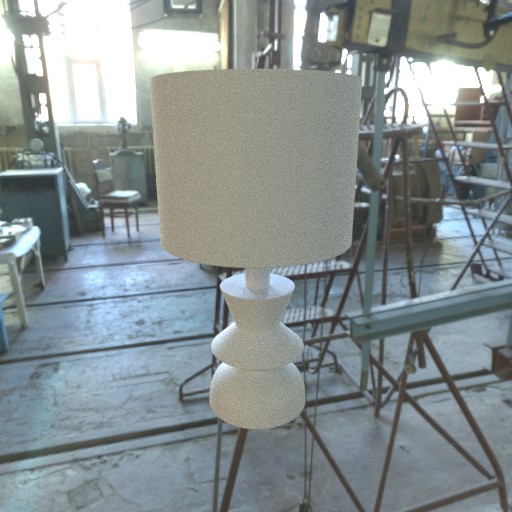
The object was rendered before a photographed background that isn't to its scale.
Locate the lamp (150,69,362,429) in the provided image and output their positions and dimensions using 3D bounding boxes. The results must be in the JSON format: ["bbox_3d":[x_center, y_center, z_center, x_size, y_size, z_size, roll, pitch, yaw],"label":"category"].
[{"bbox_3d":[0.000,0.000,0.721,0.301,0.533,0.301,9,19,28],"label":"lamp"}]
